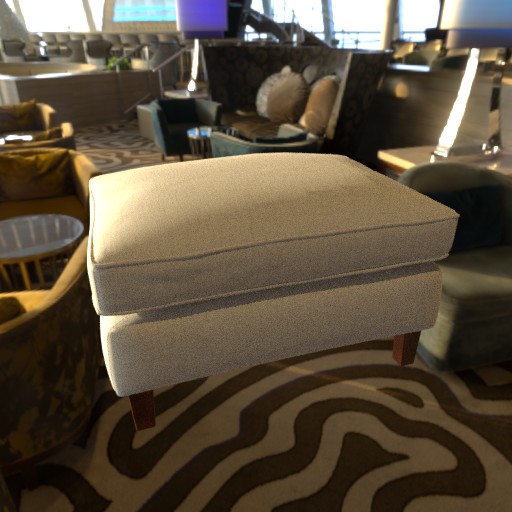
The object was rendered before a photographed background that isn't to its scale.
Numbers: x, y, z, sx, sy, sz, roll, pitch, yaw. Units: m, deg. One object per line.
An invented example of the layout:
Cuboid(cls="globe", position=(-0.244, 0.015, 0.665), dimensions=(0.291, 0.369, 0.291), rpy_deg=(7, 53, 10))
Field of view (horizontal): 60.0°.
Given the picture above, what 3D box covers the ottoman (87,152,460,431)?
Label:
Cuboid(cls="ottoman", position=(0.000, 0.000, 0.975), dimensions=(0.665, 0.406, 0.501), rpy_deg=(-8, 28, -16))
